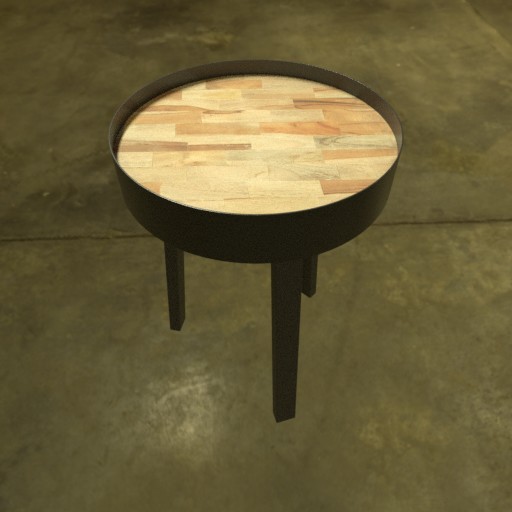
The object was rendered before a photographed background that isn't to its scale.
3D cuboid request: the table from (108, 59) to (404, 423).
[{"bbox_3d":[0.000,0.000,0.828,0.406,0.559,0.406,0,47,0],"label":"table"}]
